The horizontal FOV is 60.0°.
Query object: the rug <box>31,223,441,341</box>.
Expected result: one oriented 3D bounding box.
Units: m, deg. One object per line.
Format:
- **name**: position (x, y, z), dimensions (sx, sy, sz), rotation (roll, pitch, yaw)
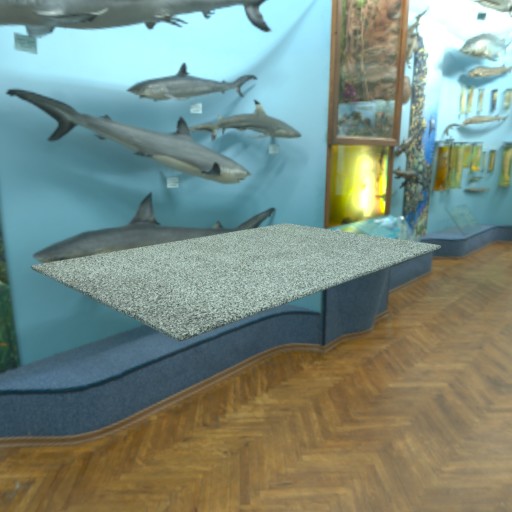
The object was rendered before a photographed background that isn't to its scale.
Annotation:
- **rug**: position (0.000, 0.000, 3.467), dimensions (1.778, 0.030, 2.743), rotation (13, 18, 43)
